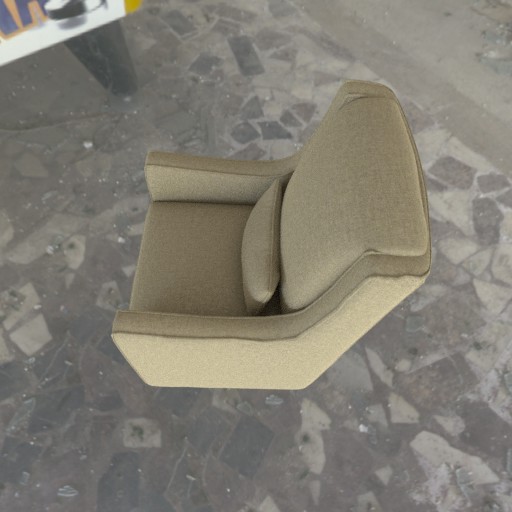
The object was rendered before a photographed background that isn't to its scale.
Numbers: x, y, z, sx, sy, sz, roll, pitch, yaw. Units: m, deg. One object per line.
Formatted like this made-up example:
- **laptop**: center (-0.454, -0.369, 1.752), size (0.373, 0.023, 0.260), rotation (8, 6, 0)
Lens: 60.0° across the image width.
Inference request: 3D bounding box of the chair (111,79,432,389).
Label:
- **chair**: center (0.000, 0.000, 1.562), size (0.879, 0.993, 0.732), rotation (1, 59, 1)
